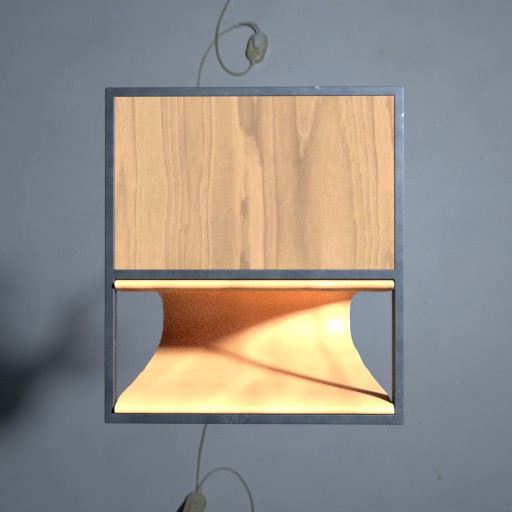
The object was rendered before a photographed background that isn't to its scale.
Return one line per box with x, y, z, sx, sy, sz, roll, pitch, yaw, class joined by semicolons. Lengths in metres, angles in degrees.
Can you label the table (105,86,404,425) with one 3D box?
0.000;0.000;0.854;0.399;0.536;0.450;0;90;1;table
